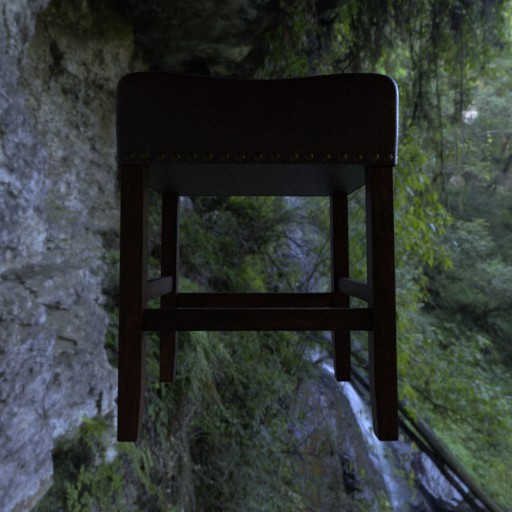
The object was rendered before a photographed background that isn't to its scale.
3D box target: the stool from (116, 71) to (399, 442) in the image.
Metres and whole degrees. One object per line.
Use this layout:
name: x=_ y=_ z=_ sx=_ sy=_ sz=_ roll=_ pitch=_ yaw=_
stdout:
stool: x=0.000 y=0.000 z=0.912 sx=0.465 sy=0.608 sz=0.397 roll=0 pitch=0 yaw=-1
